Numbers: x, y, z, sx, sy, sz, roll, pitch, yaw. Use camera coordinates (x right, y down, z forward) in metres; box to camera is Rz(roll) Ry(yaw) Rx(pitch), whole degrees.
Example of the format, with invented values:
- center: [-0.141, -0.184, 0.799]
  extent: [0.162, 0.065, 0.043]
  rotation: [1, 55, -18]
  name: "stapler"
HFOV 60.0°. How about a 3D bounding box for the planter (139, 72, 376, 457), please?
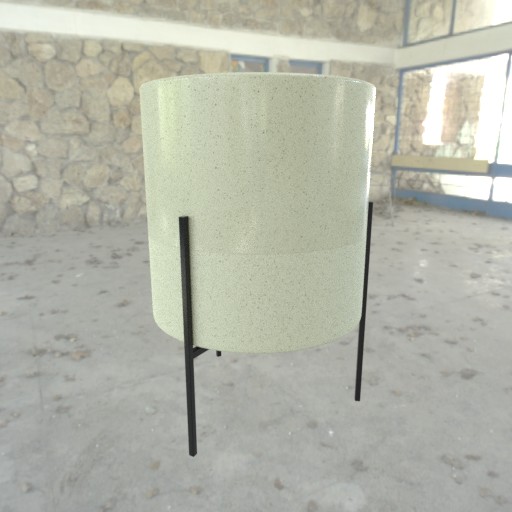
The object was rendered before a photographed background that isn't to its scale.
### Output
- center: [0.000, 0.000, 0.670]
  extent: [0.314, 0.475, 0.323]
  rotation: [-7, 16, -26]
  name: "planter"
